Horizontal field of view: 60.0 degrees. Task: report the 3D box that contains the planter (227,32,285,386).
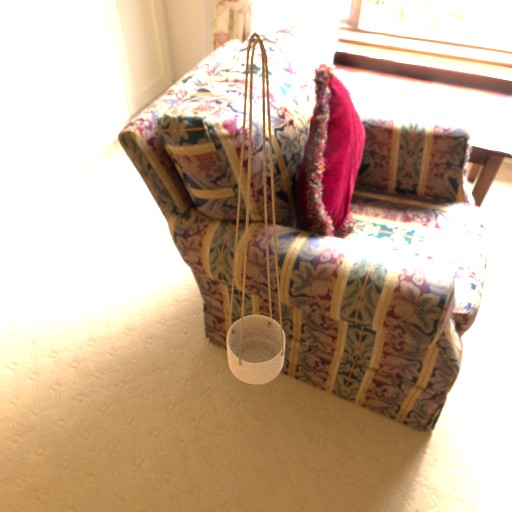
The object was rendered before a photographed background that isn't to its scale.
[{"bbox_3d":[0.000,0.000,0.887,0.146,0.841,0.146,-10,46,-10],"label":"planter"}]
